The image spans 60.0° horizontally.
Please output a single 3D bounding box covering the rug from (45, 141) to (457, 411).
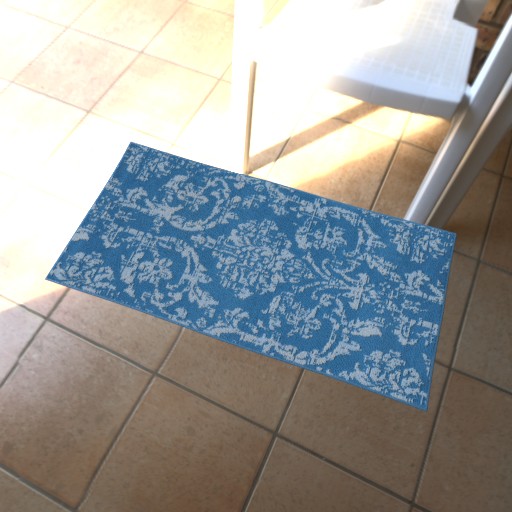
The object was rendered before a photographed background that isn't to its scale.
[{"bbox_3d":[0.000,0.000,1.452,1.219,0.007,0.604,17,64,9],"label":"rug"}]
